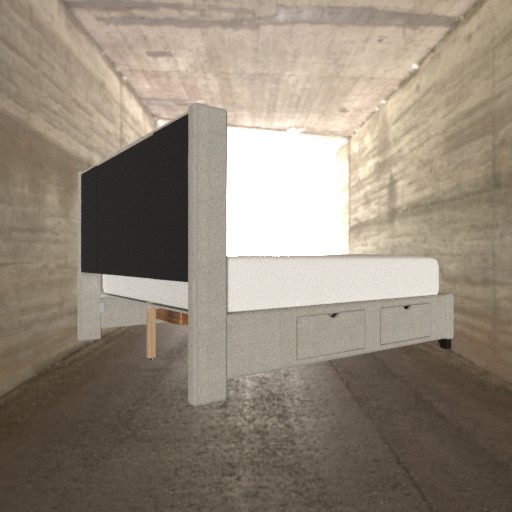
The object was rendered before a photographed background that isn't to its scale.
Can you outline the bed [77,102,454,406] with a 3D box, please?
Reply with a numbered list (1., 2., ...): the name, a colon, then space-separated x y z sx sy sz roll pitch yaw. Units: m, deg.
1. bed: 0.000 0.000 3.646 2.280 1.470 2.140 0 0 -36
